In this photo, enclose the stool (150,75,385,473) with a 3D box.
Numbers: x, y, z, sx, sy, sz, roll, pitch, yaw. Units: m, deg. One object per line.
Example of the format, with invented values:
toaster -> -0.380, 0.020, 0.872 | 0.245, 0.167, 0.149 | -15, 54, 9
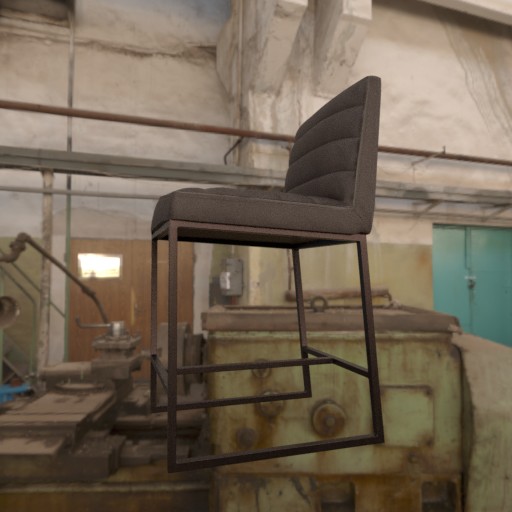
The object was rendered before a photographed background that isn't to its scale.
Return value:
stool -> 0.000, 0.000, 1.251 | 0.562, 0.946, 0.463 | 1, -2, -18
